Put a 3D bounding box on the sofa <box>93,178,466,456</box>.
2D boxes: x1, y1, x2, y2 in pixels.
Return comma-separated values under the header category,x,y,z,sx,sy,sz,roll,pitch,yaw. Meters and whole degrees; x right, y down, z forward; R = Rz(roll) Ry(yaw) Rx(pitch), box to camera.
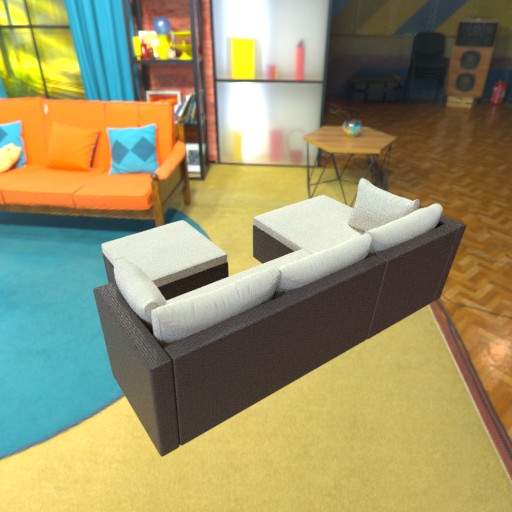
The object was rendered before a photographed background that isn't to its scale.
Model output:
category,x,y,z,sx,sy,sz,roll,pitch,yaw
sofa,0.000,0.000,2.991,2.192,0.766,1.612,-20,37,-30
